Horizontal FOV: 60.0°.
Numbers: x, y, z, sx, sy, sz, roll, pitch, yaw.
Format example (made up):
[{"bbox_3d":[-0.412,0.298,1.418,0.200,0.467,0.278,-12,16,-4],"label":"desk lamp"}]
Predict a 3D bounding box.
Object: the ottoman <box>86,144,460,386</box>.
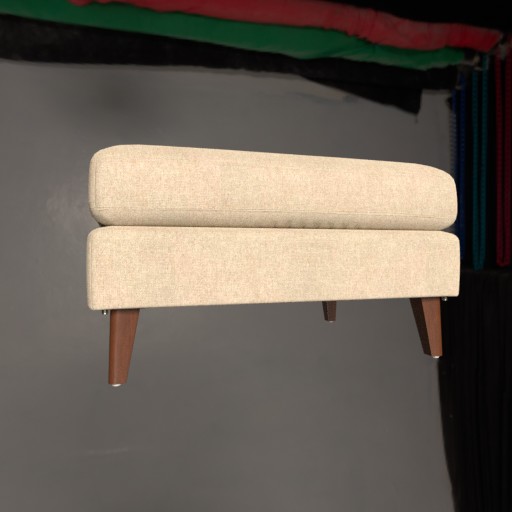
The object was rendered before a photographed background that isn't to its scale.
[{"bbox_3d":[0.000,0.000,1.194,0.823,0.478,0.610,0,1,-18],"label":"ottoman"}]
